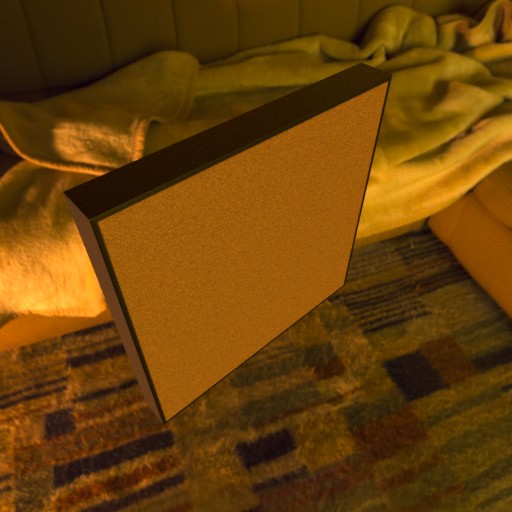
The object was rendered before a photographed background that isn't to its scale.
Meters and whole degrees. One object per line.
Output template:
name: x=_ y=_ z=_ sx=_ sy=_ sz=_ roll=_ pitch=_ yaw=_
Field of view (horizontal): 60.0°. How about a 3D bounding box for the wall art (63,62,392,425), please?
wall art: x=0.000 y=0.000 z=0.459 sx=0.304 sy=0.303 sz=0.037 roll=-33 pitch=54 yaw=-27
